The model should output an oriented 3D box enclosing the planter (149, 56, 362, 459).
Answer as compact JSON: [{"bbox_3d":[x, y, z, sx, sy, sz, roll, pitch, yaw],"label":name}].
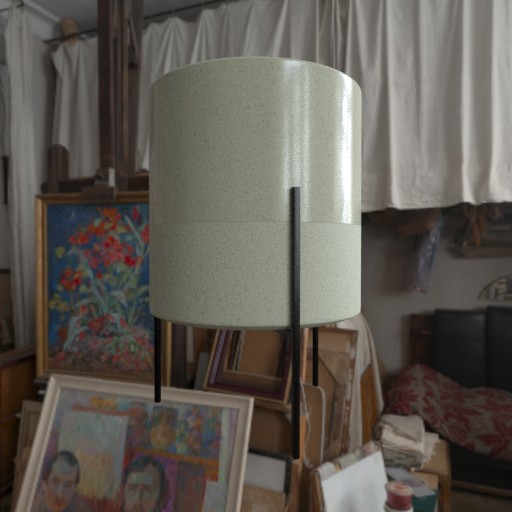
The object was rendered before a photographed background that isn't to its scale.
[{"bbox_3d":[0.000,0.000,0.673,0.314,0.475,0.323,0,1,-17],"label":"planter"}]
